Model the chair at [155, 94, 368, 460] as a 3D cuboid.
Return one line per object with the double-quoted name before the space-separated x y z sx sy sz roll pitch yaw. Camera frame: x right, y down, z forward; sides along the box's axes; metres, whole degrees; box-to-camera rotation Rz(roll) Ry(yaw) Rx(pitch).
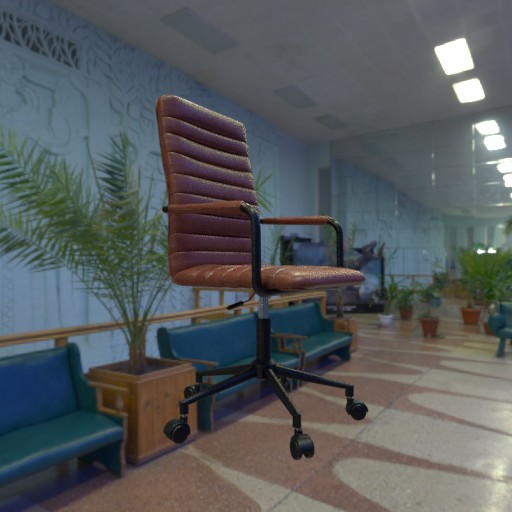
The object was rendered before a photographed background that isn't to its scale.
"chair" 0.000 0.000 1.354 0.580 0.979 0.608 -1 -1 36
